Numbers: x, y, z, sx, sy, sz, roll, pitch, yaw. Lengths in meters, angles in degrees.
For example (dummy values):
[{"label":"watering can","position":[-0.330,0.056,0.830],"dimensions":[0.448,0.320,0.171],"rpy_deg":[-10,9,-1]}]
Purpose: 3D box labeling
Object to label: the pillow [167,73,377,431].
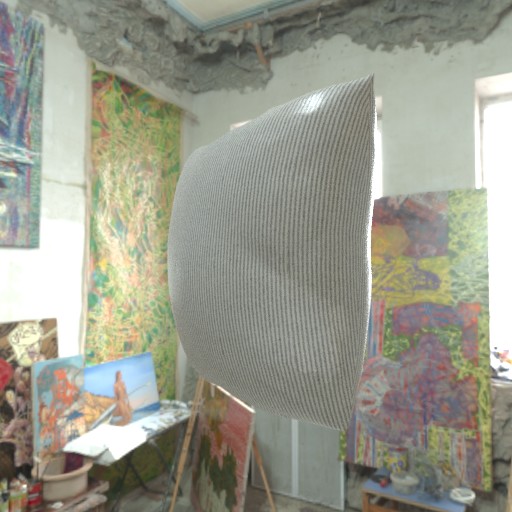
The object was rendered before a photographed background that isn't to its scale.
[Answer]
[{"label":"pillow","position":[0.000,0.000,0.692],"dimensions":[0.310,0.432,0.387],"rpy_deg":[0,-1,0]}]
